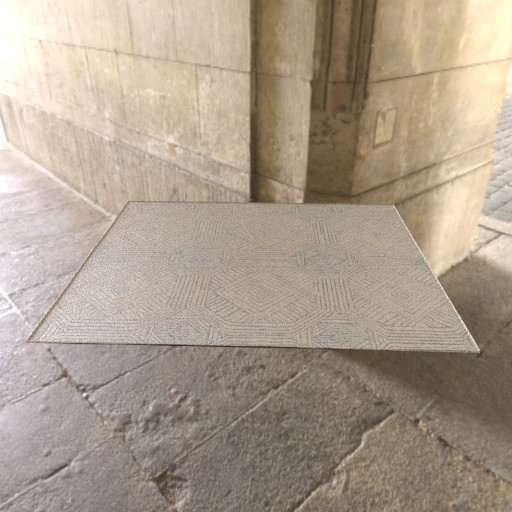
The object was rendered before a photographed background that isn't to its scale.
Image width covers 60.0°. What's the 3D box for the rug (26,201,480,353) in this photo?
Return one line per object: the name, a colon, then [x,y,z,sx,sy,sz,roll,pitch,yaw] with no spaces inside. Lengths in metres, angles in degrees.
rug: [0.000,0.000,4.024,3.049,0.015,2.457,1,30,2]
